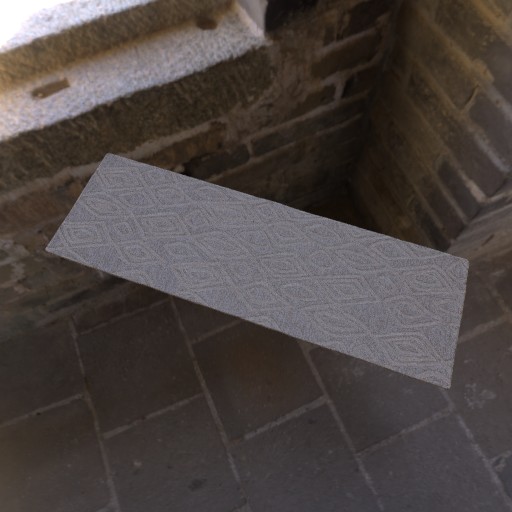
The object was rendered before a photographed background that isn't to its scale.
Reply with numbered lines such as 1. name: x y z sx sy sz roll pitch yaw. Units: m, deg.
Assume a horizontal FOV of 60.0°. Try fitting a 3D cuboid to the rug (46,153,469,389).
1. rug: 0.000 0.000 2.664 2.436 0.013 0.807 18 65 9
